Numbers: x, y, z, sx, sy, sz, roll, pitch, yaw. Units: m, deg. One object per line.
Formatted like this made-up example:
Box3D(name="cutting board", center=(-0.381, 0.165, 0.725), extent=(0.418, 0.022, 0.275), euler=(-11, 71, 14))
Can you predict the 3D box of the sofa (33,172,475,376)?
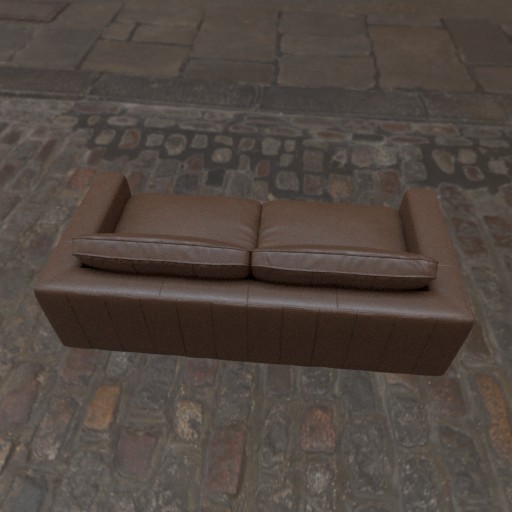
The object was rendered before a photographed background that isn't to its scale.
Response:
Box3D(name="sofa", center=(0.000, 0.000, 2.703), extent=(2.262, 0.801, 1.070), euler=(4, 47, 3))
